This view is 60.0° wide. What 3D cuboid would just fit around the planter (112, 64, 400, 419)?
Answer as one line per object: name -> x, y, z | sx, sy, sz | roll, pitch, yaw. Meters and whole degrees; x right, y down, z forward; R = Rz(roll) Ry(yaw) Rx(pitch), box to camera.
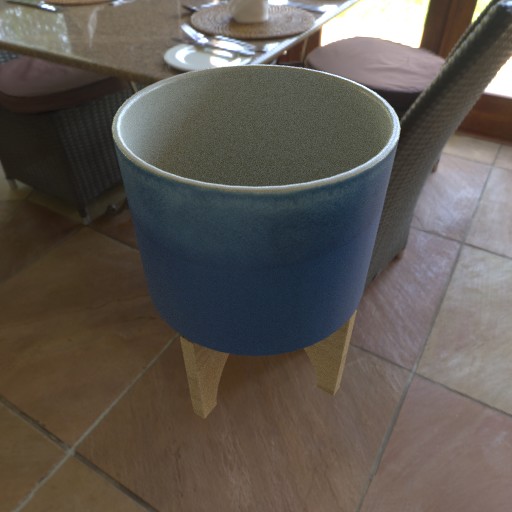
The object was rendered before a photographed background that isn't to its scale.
planter -> 0.000, 0.000, 0.391 | 0.192, 0.263, 0.192 | 0, 42, 0
